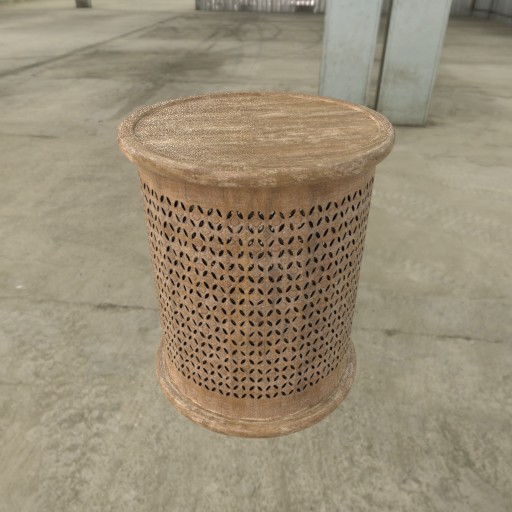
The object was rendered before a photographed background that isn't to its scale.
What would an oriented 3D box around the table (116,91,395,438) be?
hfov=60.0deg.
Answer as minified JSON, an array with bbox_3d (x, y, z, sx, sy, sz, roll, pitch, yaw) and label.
[{"bbox_3d":[0.000,0.000,0.791,0.407,0.482,0.407,0,32,0],"label":"table"}]
